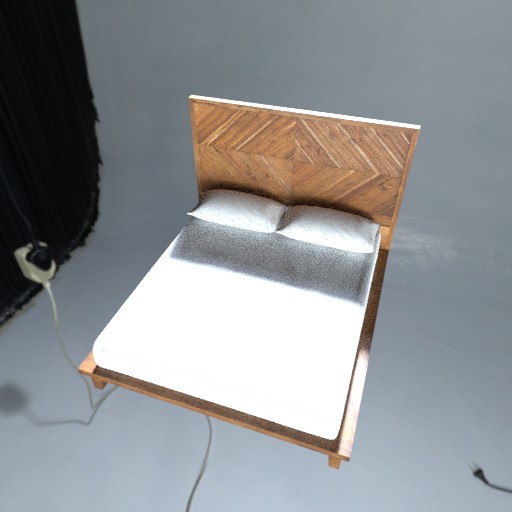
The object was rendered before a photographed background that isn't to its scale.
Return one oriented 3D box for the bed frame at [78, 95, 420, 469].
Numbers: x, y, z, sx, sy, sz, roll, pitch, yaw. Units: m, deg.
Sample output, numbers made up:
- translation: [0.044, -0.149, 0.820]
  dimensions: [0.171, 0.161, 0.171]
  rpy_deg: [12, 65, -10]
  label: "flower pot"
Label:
- translation: [0.000, 0.000, 3.531]
  dimensions: [2.038, 1.537, 2.235]
  rpy_deg: [13, 42, 14]
  label: "bed frame"
